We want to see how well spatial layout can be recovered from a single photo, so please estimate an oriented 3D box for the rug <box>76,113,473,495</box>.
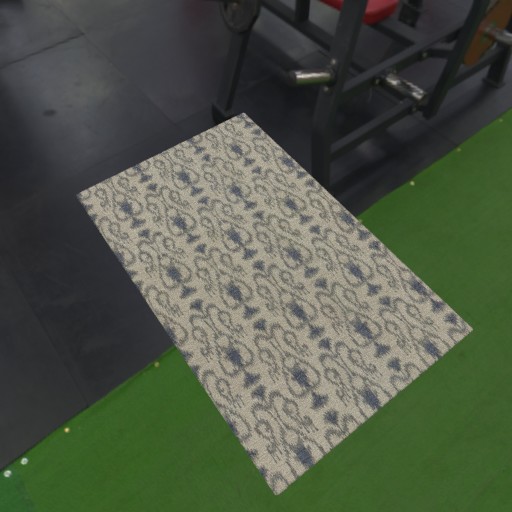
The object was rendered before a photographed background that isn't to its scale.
[{"bbox_3d":[0.000,0.000,2.031,1.035,0.006,1.652,-32,63,-18],"label":"rug"}]
